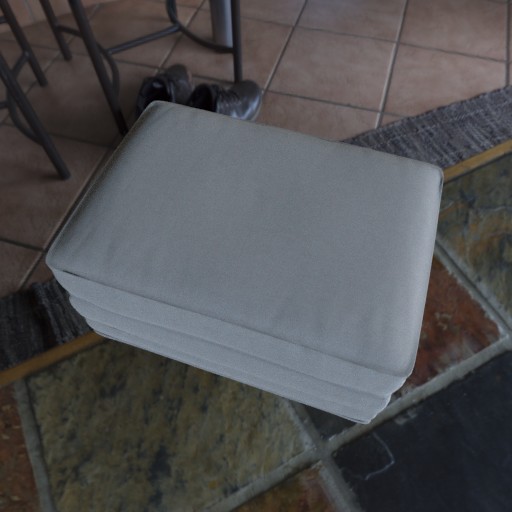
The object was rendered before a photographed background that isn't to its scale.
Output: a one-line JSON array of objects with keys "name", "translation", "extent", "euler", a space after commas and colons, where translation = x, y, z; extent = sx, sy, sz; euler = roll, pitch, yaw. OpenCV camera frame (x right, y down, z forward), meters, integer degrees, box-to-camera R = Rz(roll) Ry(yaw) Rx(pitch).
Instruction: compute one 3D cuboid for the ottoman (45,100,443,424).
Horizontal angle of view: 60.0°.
[{"name": "ottoman", "translation": [0.000, 0.000, 1.219], "extent": [0.848, 0.482, 0.611], "euler": [16, 60, 10]}]
